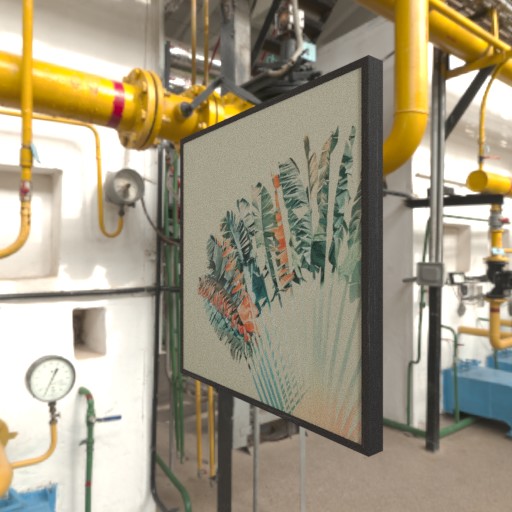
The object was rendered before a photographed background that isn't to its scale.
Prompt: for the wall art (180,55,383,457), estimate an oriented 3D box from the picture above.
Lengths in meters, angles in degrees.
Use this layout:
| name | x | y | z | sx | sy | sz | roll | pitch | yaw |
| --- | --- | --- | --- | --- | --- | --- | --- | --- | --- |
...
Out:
| name | x | y | z | sx | sy | sz | roll | pitch | yaw |
| --- | --- | --- | --- | --- | --- | --- | --- | --- | --- |
| wall art | 0.000 | 0.000 | 1.153 | 0.043 | 0.758 | 0.762 | 0 | 0 | -37 |
